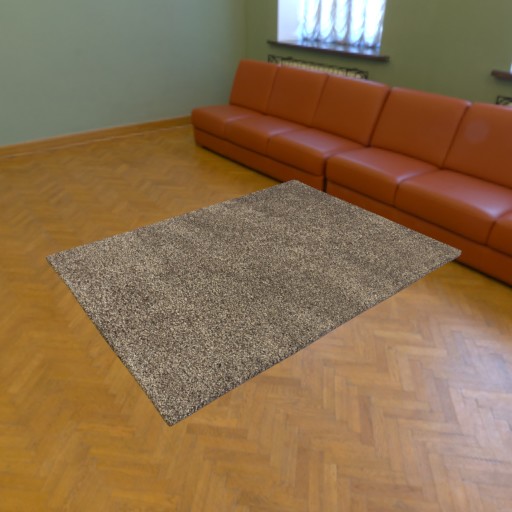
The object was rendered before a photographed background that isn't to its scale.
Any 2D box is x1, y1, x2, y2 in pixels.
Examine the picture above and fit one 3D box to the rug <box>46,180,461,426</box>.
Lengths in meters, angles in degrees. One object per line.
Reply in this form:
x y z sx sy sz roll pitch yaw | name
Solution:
0.000 0.000 2.128 1.601 0.025 1.198 -22 38 -32 | rug
